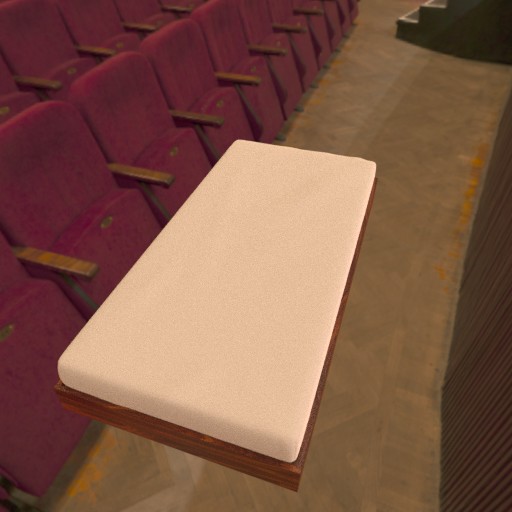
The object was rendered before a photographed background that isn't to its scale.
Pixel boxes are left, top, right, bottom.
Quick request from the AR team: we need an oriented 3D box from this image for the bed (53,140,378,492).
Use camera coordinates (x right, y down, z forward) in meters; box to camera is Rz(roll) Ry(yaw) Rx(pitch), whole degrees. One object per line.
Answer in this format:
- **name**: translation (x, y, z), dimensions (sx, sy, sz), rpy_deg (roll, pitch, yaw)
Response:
- **bed**: translation (0.000, 0.000, 2.172), dimensions (0.940, 0.312, 1.860), rpy_deg (13, 43, 14)
